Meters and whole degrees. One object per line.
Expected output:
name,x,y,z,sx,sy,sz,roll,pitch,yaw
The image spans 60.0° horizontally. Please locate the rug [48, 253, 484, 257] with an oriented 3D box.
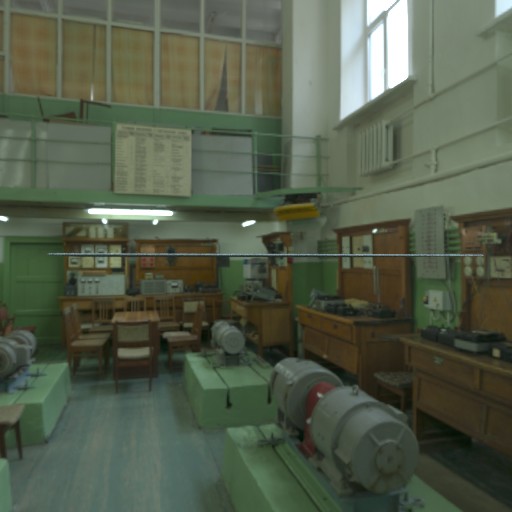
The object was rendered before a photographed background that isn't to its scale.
rug,0.000,0.000,3.074,2.457,0.009,1.512,0,0,-17
